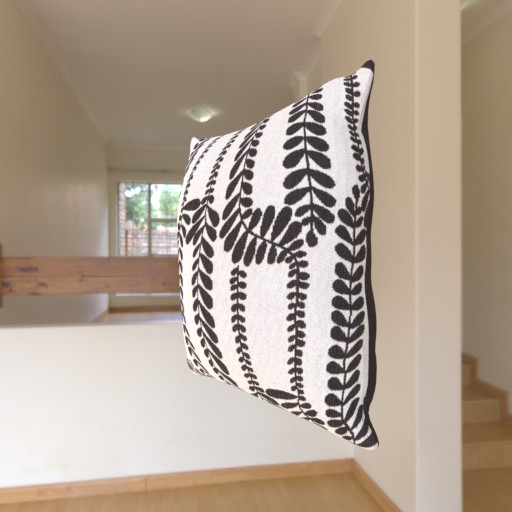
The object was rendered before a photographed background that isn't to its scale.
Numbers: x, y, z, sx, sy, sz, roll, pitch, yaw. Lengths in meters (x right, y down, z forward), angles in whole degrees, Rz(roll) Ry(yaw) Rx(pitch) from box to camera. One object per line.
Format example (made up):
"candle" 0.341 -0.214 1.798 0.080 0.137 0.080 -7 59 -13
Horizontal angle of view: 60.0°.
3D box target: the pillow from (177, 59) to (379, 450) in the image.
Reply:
"pillow" 0.000 0.000 0.657 0.182 0.441 0.440 0 0 -35
